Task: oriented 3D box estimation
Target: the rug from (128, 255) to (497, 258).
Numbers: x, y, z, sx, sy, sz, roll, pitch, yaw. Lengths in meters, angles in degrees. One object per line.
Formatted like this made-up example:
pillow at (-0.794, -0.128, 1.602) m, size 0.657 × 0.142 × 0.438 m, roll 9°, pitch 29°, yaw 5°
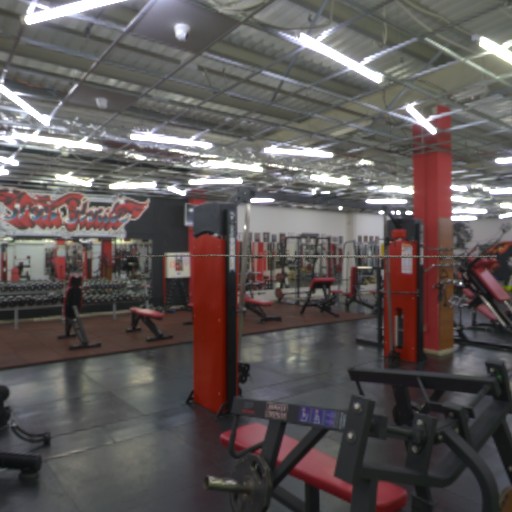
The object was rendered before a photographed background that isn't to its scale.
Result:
rug at (0.000, 0.000, 2.500) m, size 0.697 × 0.013 × 2.335 m, roll 0°, pitch 0°, yaw -35°
